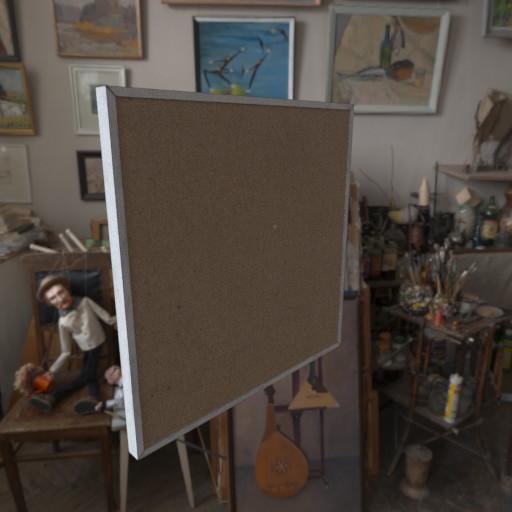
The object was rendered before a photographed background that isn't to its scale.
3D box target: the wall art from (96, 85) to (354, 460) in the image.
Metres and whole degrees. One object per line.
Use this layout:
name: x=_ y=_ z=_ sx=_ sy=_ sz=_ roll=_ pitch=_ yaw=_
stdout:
wall art: x=0.000 y=0.000 z=1.130 sx=0.038 sy=0.762 sz=0.762 roll=15 pitch=22 yaw=43
